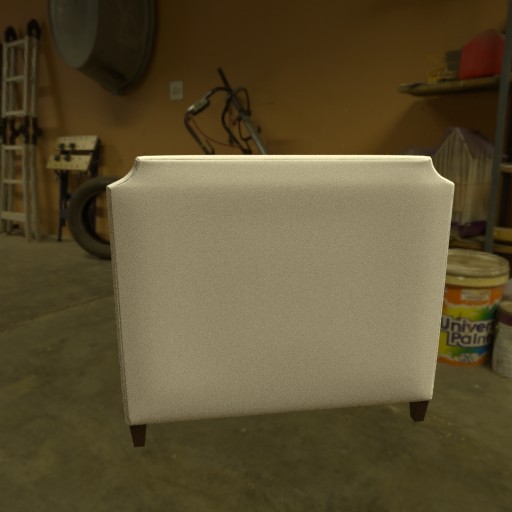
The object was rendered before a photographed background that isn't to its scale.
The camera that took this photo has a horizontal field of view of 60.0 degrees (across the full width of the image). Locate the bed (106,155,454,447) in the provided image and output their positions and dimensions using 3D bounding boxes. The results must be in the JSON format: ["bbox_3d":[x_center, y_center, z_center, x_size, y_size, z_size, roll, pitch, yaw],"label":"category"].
[{"bbox_3d":[0.000,0.000,3.366,1.712,1.497,2.372,-2,13,-8],"label":"bed"}]
